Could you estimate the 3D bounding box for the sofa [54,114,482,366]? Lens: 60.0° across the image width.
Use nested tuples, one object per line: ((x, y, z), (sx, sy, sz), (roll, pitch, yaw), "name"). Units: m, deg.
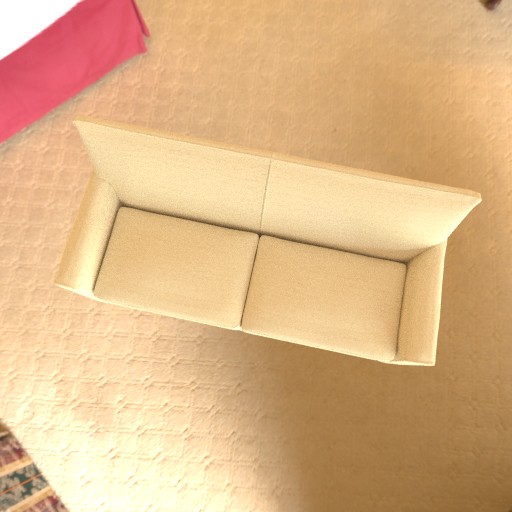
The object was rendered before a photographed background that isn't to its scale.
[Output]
((0.000, 0.000, 2.462), (2.001, 0.907, 0.841), (12, 77, 3), "sofa")
